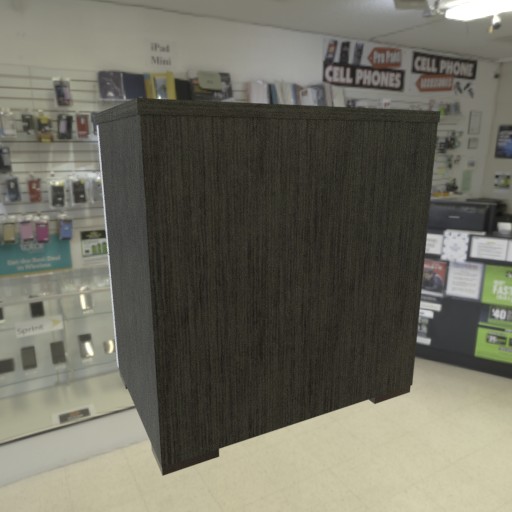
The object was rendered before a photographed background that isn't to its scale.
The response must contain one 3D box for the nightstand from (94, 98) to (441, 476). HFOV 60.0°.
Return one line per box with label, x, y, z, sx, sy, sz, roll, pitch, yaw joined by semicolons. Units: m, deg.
nightstand;0.000;0.000;0.749;0.441;0.460;0.325;-7;16;-26
